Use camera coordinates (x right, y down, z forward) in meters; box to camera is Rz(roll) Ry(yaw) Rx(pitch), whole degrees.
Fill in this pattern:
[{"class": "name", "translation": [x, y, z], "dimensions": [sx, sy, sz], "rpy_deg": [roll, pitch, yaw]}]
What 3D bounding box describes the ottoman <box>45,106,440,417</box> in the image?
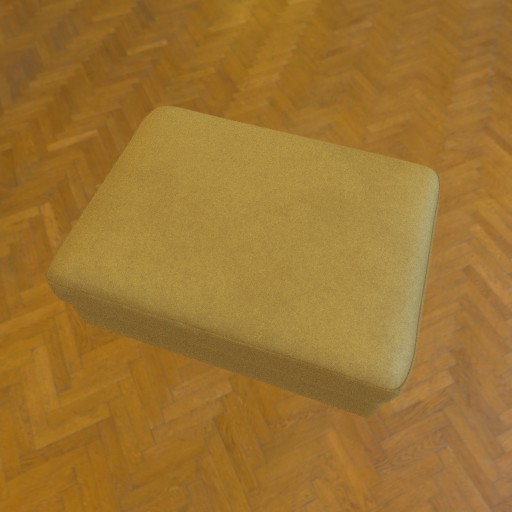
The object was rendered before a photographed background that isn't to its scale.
[{"class": "ottoman", "translation": [0.000, 0.000, 1.162], "dimensions": [0.811, 0.449, 0.608], "rpy_deg": [16, 60, 10]}]
